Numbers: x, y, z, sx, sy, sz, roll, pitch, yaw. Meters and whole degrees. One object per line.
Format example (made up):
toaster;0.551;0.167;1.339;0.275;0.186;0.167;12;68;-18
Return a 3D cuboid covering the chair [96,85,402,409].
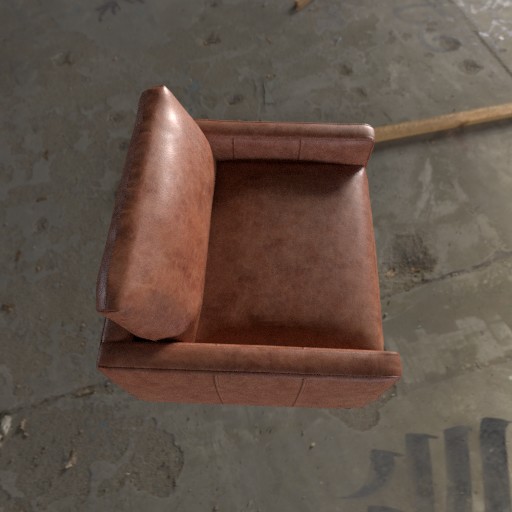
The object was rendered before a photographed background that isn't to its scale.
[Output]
chair;0.000;0.000;1.588;0.862;0.869;0.967;2;62;1
